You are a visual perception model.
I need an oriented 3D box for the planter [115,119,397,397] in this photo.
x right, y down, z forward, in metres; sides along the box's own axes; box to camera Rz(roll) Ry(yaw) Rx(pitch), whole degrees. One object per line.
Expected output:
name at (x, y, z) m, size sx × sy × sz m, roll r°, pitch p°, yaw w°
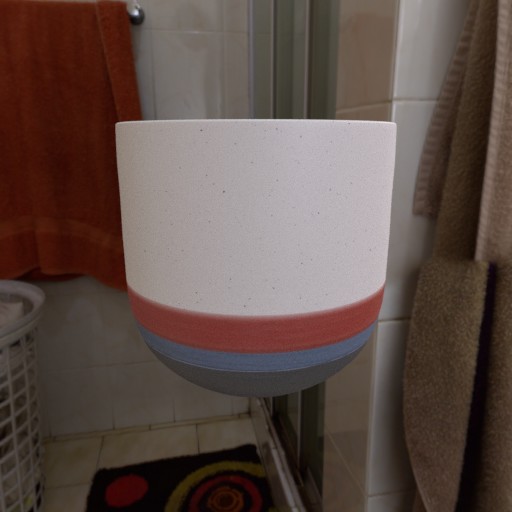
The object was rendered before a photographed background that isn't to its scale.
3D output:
planter at (0.000, 0.000, 0.473) m, size 0.268 × 0.270 × 0.268 m, roll 0°, pitch 15°, yaw 0°
